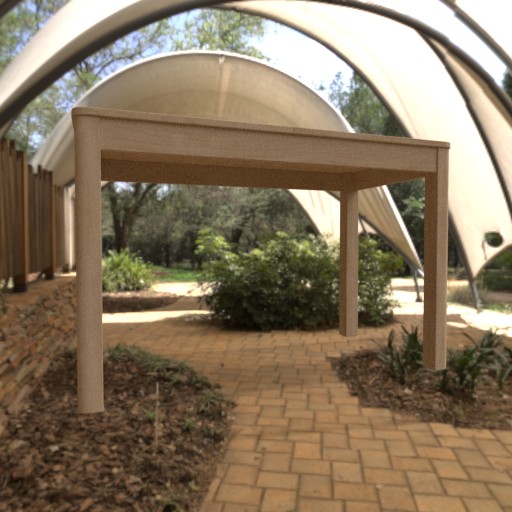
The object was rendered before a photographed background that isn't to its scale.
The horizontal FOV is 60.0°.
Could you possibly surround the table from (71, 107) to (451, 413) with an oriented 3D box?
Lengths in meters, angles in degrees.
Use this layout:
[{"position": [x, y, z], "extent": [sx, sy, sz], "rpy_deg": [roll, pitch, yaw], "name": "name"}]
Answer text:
[{"position": [0.000, 0.000, 1.871], "extent": [1.400, 0.900, 0.750], "rpy_deg": [-1, 2, -20], "name": "table"}]
